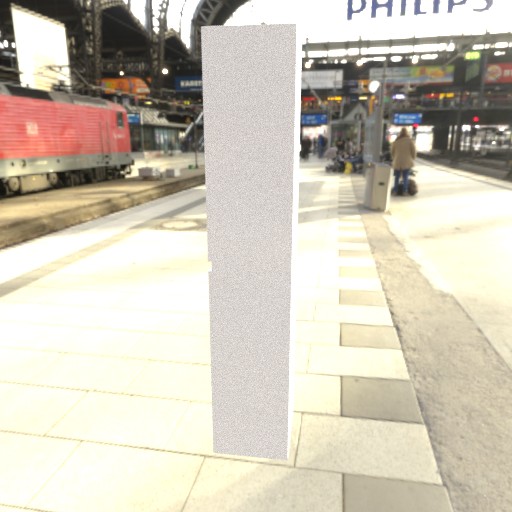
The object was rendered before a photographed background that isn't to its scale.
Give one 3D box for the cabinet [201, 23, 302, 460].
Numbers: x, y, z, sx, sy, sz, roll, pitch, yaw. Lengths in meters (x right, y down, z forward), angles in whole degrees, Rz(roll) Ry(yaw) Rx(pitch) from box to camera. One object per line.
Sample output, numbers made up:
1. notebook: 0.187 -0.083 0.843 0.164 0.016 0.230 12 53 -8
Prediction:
1. cabinet: 0.000 0.000 1.546 0.269 1.400 0.300 2 15 8
